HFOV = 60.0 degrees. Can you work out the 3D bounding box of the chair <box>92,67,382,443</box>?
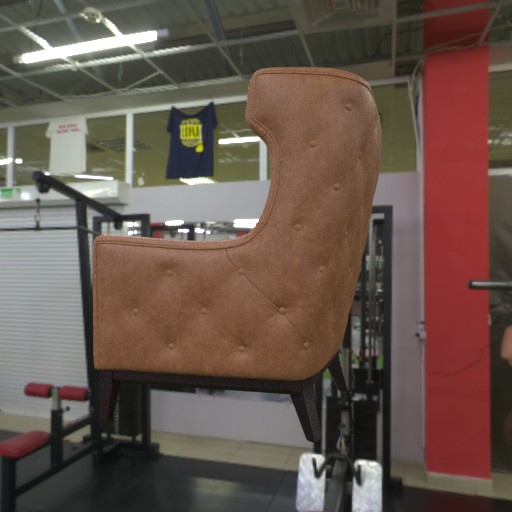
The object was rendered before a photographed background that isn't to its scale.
[{"bbox_3d":[0.000,0.000,1.637,0.899,1.079,0.766,0,-2,19],"label":"chair"}]
